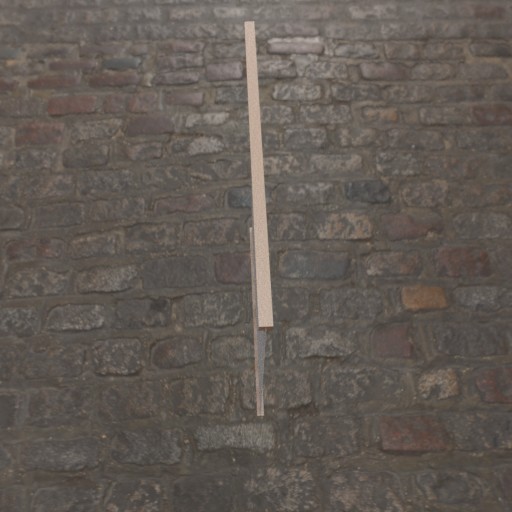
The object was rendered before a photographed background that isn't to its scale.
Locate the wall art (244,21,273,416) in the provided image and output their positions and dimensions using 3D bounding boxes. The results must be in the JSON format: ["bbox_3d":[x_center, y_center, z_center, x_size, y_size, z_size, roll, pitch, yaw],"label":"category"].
[{"bbox_3d":[0.000,0.000,0.692,0.012,0.508,0.405,-2,62,-1],"label":"wall art"}]
